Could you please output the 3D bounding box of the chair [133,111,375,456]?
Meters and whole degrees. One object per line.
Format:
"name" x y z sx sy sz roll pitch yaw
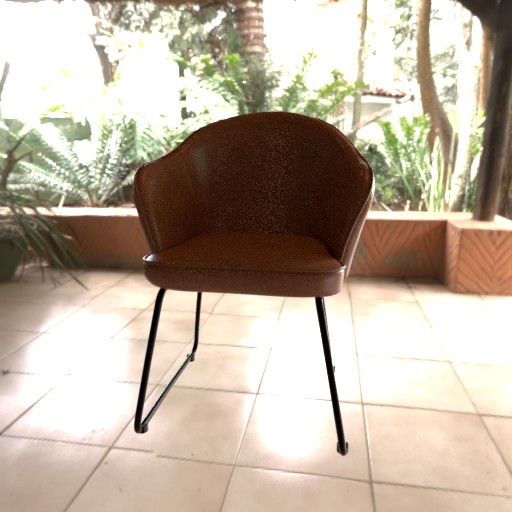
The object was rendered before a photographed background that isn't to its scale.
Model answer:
"chair" 0.000 0.000 1.198 0.582 0.785 0.580 2 14 8
